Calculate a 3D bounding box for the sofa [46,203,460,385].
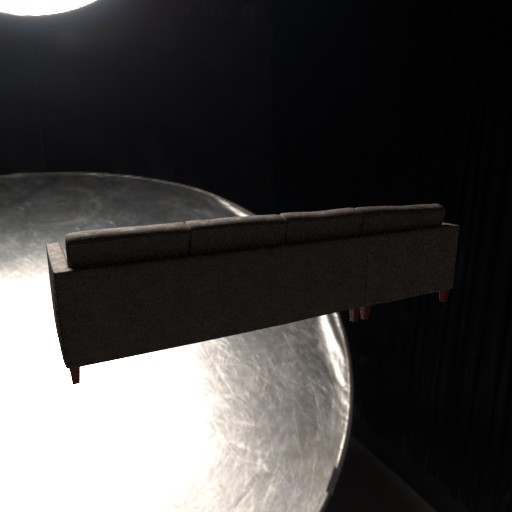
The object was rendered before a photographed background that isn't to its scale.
[{"bbox_3d":[0.000,0.000,4.072,3.471,0.954,1.606,-7,16,-26],"label":"sofa"}]
